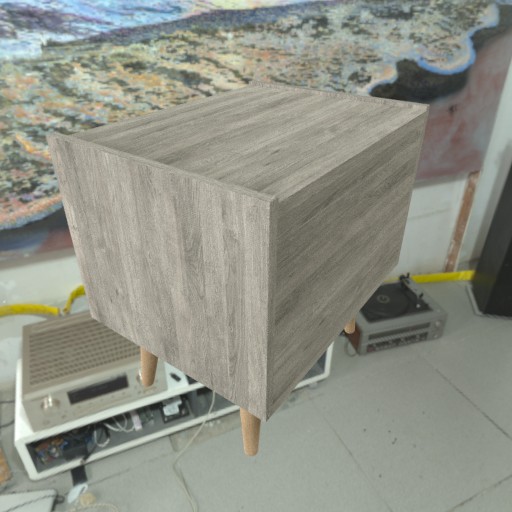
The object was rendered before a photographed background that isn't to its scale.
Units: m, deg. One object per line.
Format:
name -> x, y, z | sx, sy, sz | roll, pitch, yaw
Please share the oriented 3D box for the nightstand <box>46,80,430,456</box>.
nightstand -> 0.000, 0.000, 0.812 | 0.380, 0.500, 0.480 | 21, 38, 30
